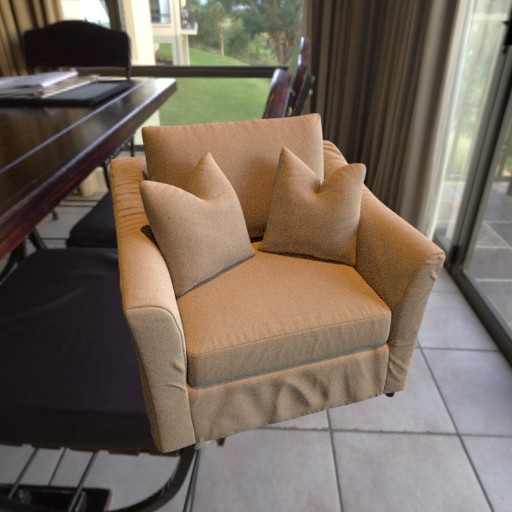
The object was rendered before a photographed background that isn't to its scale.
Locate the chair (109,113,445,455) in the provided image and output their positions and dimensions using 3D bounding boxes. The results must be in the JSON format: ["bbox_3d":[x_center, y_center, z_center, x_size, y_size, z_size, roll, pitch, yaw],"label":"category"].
[{"bbox_3d":[0.000,0.000,2.040,1.194,1.093,1.071,-9,31,-15],"label":"chair"}]
